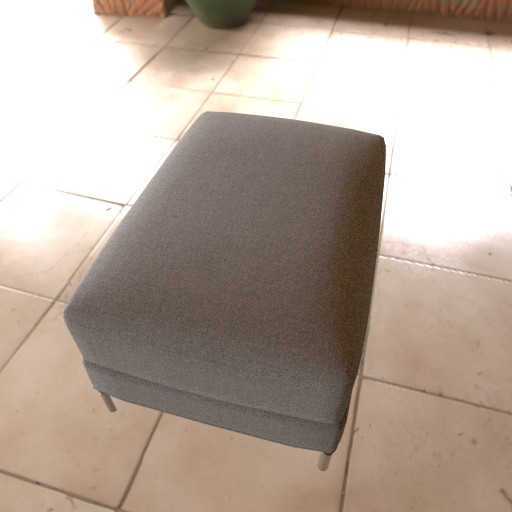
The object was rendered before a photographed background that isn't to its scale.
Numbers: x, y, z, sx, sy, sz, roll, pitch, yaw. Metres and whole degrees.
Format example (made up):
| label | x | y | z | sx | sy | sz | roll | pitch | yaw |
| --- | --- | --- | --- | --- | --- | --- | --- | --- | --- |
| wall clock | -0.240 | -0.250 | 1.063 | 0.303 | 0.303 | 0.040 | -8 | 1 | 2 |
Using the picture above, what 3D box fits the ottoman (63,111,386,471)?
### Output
| label | x | y | z | sx | sy | sz | roll | pitch | yaw |
| --- | --- | --- | --- | --- | --- | --- | --- | --- | --- |
| ottoman | 0.000 | 0.000 | 1.164 | 0.584 | 0.457 | 0.838 | 11 | 47 | 10 |
